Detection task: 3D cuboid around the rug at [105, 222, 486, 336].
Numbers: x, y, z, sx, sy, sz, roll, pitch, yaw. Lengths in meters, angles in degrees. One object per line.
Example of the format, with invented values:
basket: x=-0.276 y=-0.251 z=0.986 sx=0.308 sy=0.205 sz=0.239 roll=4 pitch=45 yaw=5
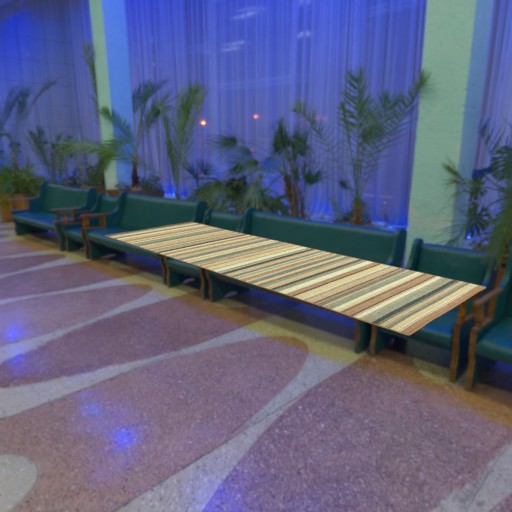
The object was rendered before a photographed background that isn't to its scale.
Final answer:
rug: x=0.000 y=0.000 z=2.761 sx=0.799 sy=0.010 sz=2.444 roll=-14 pitch=21 yaw=-43
